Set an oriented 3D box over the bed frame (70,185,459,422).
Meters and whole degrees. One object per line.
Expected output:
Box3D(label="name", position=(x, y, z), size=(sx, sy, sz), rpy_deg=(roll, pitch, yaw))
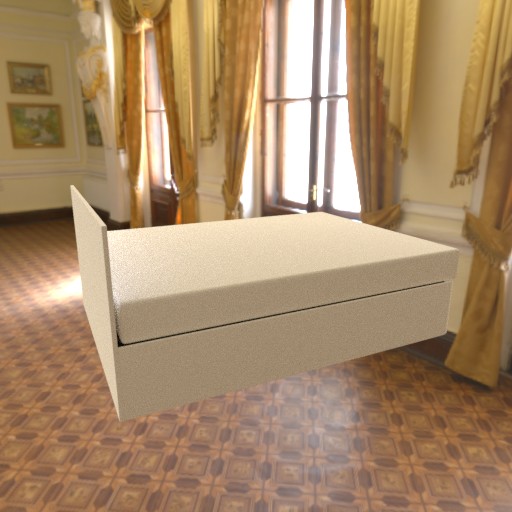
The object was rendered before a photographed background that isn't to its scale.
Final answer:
Box3D(label="bed frame", position=(0.000, 0.000, 2.676), size=(1.900, 0.800, 1.400), rpy_deg=(-8, 17, -25))
